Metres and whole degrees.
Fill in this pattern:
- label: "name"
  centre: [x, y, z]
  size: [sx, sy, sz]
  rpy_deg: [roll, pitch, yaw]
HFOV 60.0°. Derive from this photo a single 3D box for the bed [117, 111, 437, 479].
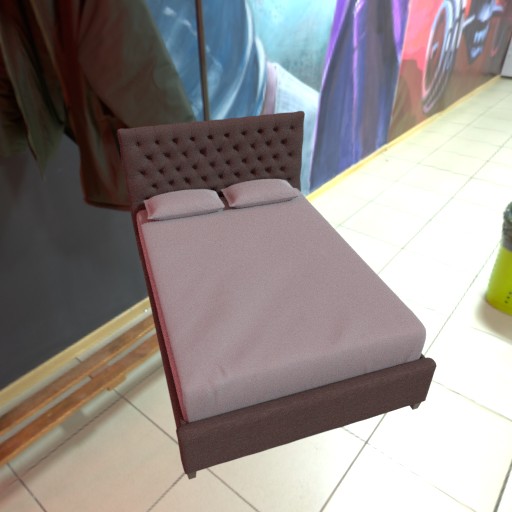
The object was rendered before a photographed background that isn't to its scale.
- label: "bed"
  centre: [0.000, 0.000, 3.401]
  size: [1.698, 1.427, 2.387]
  rpy_deg: [-11, 36, -15]
